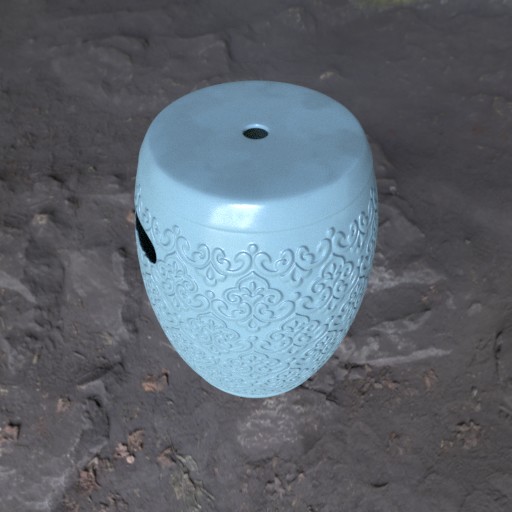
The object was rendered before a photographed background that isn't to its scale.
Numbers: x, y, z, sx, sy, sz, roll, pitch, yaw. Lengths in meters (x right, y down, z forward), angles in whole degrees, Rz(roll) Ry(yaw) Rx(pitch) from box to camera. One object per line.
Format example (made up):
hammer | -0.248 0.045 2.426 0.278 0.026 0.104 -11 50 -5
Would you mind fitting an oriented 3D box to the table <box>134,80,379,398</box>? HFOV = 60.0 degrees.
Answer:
table | 0.000 0.000 0.614 0.309 0.397 0.309 0 48 0
